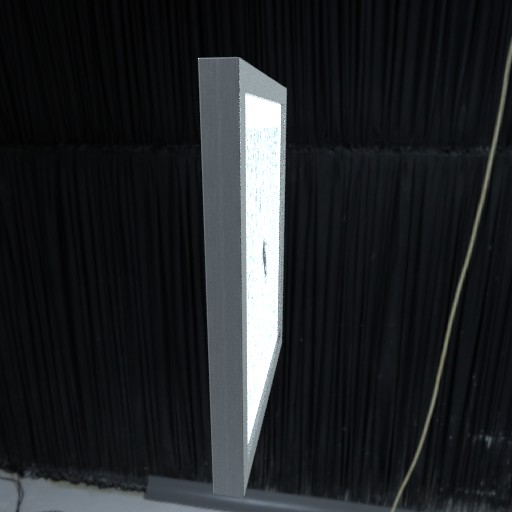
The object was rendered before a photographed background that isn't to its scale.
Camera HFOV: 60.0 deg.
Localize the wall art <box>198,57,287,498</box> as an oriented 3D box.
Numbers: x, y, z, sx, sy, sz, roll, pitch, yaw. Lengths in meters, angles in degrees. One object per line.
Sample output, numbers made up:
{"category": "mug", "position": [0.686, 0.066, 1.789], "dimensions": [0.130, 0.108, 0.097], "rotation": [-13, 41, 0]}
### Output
{"category": "wall art", "position": [0.000, 0.000, 0.507], "dimensions": [0.030, 0.379, 0.308], "rotation": [3, 17, 9]}
